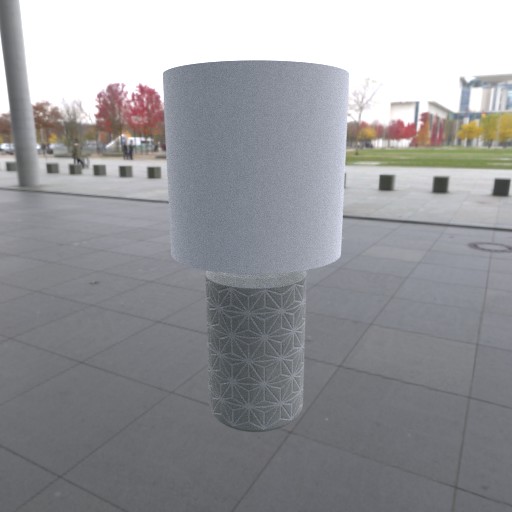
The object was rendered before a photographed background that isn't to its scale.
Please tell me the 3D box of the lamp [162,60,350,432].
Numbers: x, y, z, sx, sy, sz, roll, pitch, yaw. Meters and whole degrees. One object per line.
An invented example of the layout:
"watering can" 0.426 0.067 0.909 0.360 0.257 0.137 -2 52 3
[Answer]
"lamp" 0.000 0.000 0.549 0.206 0.416 0.206 13 19 42
